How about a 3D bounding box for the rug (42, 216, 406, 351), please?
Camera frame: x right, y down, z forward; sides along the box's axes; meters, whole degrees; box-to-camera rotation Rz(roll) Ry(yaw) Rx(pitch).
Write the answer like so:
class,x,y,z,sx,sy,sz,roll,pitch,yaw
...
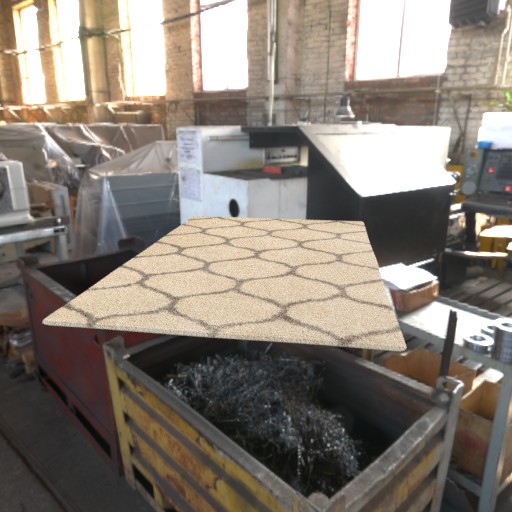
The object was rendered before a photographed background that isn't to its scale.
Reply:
class,x,y,z,sx,sy,sz,roll,pitch,yaw
rug,0.000,0.000,3.397,1.801,0.026,2.701,3,17,9
